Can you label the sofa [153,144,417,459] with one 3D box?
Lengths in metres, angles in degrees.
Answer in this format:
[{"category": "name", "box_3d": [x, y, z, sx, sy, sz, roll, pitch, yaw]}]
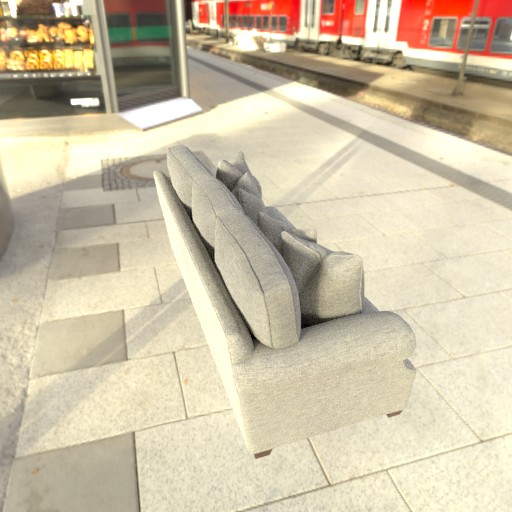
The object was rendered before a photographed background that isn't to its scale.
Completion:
[{"category": "sofa", "box_3d": [0.000, 0.000, 2.844, 0.965, 0.975, 2.312, -9, 30, -17]}]
